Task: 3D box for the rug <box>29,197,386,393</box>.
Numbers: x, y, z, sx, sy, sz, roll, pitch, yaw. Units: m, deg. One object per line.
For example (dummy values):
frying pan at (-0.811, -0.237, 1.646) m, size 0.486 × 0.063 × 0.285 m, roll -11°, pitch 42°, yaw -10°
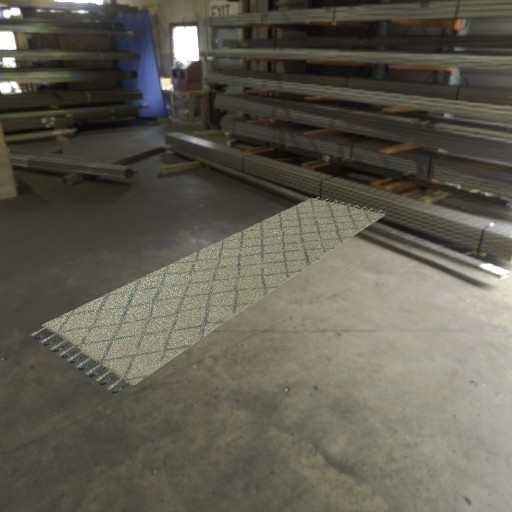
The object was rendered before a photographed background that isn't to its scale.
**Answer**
rug at (0.000, 0.000, 2.537) m, size 0.620 × 0.008 × 2.372 m, roll 18°, pitch 31°, yaw 33°
